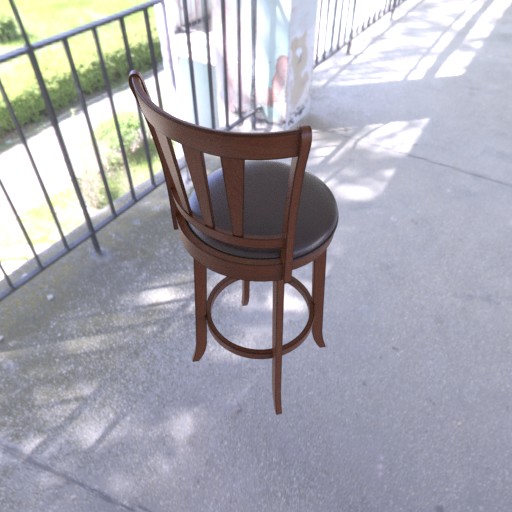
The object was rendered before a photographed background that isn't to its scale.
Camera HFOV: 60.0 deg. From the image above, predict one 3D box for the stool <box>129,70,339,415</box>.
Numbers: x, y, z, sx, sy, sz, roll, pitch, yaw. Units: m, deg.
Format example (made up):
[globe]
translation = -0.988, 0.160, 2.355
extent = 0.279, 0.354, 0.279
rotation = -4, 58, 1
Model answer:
[stool]
translation = 0.000, 0.000, 1.400
extent = 0.464, 1.177, 0.503
rotation = 25, 51, 23
